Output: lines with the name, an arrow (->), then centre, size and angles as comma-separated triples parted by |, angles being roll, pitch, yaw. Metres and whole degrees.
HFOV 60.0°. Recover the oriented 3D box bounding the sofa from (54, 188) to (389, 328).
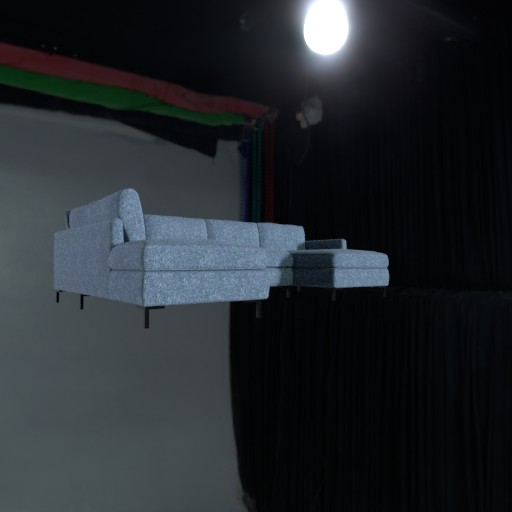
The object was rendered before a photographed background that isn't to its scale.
sofa -> 0.000, 0.000, 3.633 | 2.737, 0.756, 1.879 | 1, -1, -37
